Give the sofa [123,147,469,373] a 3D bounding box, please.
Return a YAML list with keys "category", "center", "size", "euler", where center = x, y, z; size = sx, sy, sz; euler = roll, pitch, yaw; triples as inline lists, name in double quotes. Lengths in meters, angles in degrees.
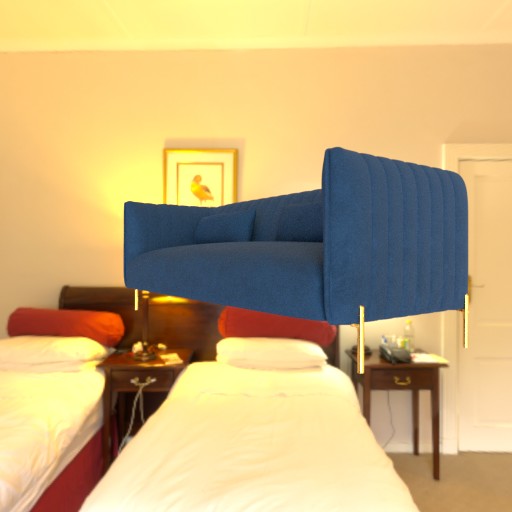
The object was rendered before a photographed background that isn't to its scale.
- category: "sofa"
  center: [0.000, 0.000, 2.562]
  size: [0.896, 0.793, 2.136]
  euler: [0, 1, -36]
